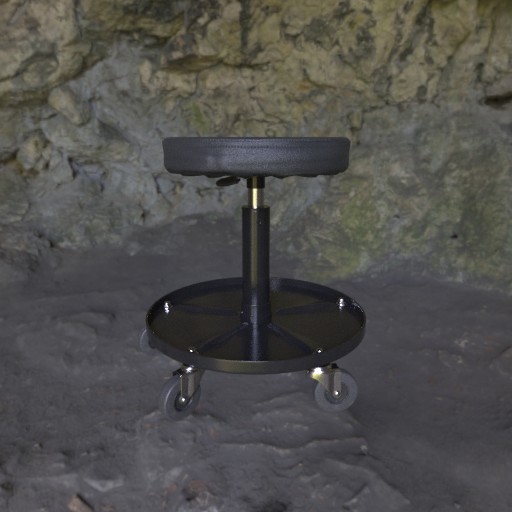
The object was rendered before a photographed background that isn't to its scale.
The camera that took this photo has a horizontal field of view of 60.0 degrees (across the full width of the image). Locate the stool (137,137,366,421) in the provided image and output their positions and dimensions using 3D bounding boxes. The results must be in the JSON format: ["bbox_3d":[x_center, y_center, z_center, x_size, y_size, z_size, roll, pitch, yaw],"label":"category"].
[{"bbox_3d":[0.000,0.000,0.703,0.381,0.365,0.382,-7,17,-25],"label":"stool"}]
